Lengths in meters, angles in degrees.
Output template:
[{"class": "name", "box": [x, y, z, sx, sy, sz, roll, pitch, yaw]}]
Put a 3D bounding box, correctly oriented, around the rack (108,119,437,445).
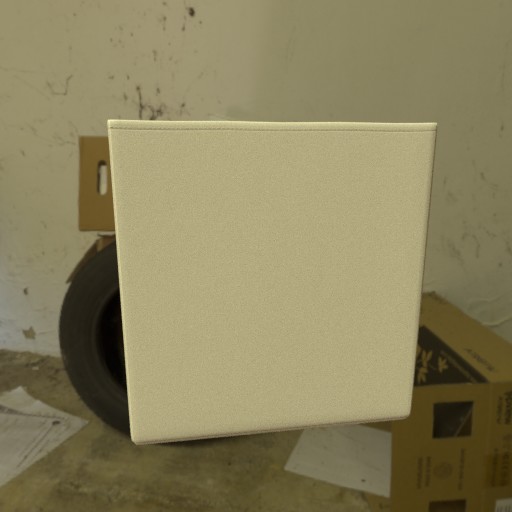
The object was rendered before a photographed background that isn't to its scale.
[{"class": "rack", "box": [0.000, 0.000, 0.507, 0.270, 0.280, 0.270, -2, 14, -9]}]
